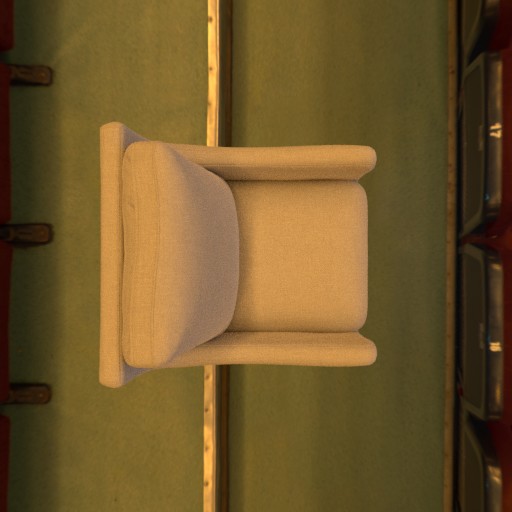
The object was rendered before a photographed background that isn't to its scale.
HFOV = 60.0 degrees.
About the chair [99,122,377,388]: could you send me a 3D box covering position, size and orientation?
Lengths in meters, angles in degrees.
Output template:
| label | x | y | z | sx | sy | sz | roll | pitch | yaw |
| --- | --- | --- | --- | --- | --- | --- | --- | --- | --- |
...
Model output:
| label | x | y | z | sx | sy | sz | roll | pitch | yaw |
| --- | --- | --- | --- | --- | --- | --- | --- | --- | --- |
| chair | 0.000 | 0.000 | 1.370 | 0.694 | 0.914 | 0.626 | 0 | 90 | 0 |
